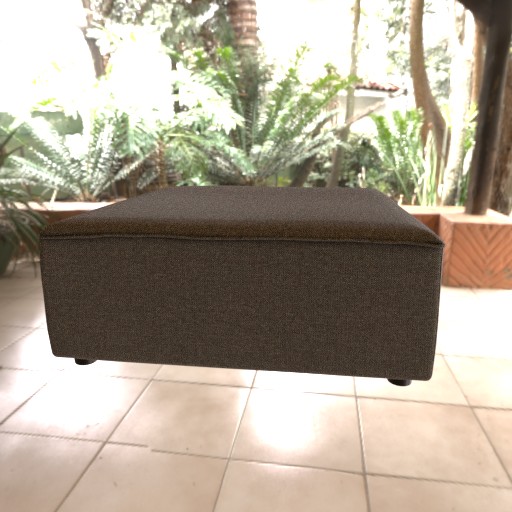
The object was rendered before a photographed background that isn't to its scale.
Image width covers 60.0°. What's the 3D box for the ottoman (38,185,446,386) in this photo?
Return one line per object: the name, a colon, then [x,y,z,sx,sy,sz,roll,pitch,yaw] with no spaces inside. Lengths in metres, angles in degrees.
ottoman: [0.000,0.000,1.573,1.017,0.423,1.023,2,15,8]
